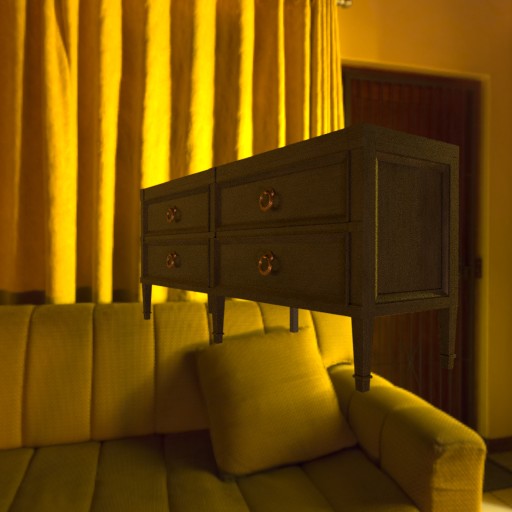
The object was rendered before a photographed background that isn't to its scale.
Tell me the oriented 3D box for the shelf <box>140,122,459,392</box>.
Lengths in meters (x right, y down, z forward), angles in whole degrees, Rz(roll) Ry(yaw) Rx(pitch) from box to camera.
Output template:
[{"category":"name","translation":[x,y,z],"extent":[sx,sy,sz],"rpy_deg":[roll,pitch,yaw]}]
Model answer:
[{"category":"shelf","translation":[0.000,0.000,1.930],"extent":[0.479,0.719,1.575],"rpy_deg":[-1,1,-36]}]
